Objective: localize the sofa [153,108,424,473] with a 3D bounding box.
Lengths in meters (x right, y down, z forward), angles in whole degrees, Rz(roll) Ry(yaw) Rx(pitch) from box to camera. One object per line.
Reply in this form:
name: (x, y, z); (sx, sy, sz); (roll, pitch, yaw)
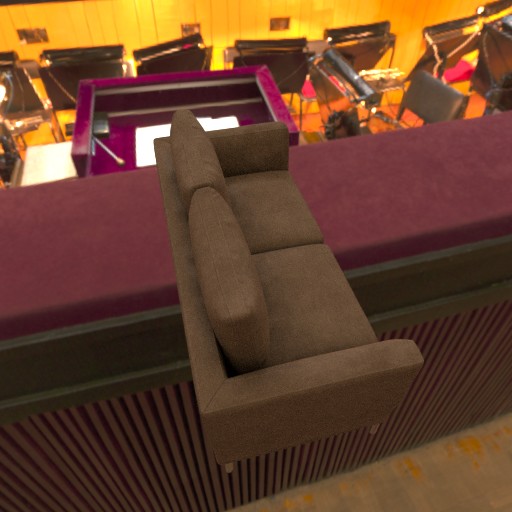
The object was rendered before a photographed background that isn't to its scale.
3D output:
sofa: (0.000, 0.000, 2.347); (0.855, 1.013, 1.832); (-10, 47, -10)
